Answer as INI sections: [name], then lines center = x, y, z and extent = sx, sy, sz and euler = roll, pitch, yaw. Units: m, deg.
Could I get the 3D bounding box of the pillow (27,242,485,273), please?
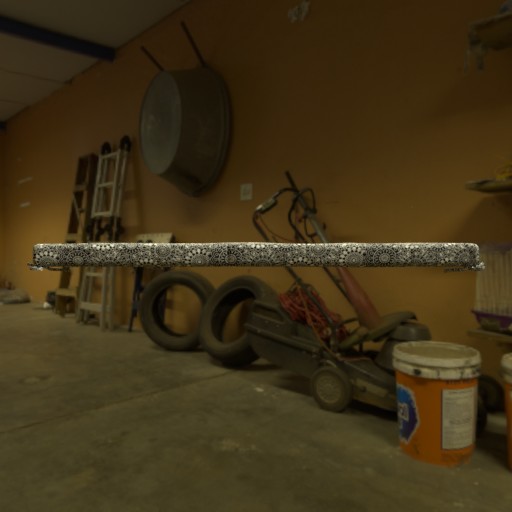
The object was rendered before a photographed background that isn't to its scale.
[pillow]
center = 0.000, 0.000, 1.330
extent = 1.187, 0.081, 0.492
euler = 0, 1, 0
